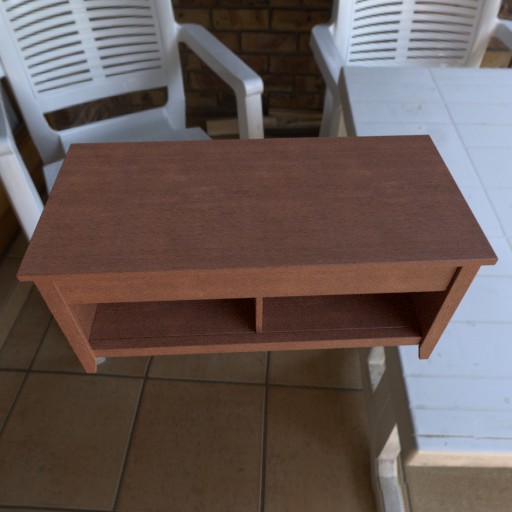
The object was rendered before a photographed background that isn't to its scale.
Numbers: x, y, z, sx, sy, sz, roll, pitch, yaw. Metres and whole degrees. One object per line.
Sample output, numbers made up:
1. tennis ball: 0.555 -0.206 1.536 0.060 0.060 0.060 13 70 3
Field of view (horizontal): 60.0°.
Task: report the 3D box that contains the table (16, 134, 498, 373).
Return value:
1. table: 0.000 0.000 1.261 1.016 0.457 0.483 -2 48 -2
